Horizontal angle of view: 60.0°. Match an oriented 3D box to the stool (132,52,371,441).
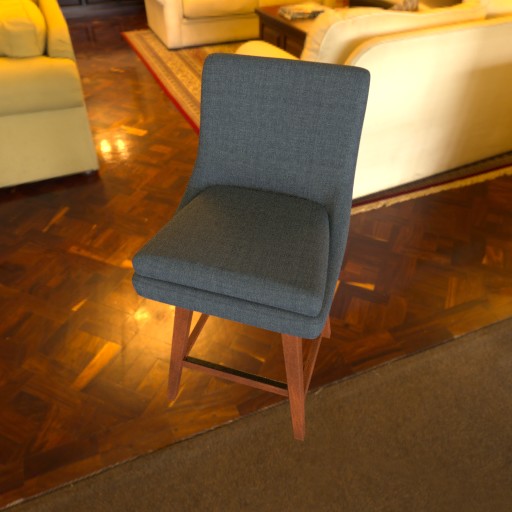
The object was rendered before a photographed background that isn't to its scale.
[{"bbox_3d":[0.000,0.000,1.211,0.467,0.895,0.524,12,42,14],"label":"stool"}]
